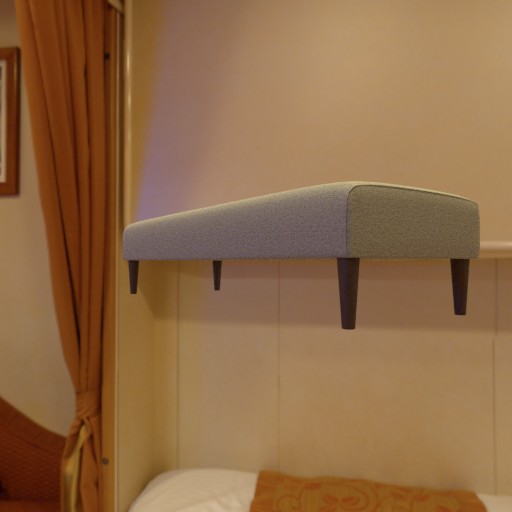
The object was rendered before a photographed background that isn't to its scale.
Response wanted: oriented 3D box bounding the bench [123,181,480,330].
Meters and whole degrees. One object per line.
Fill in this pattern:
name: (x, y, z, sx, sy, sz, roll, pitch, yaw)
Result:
bench: (0.000, 0.000, 1.859, 0.631, 0.383, 1.598, 1, -1, -35)
